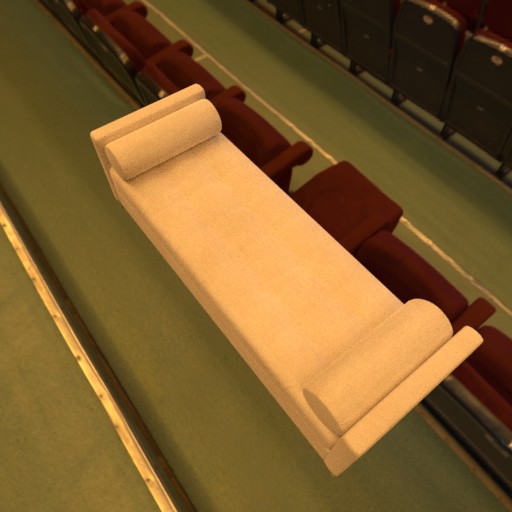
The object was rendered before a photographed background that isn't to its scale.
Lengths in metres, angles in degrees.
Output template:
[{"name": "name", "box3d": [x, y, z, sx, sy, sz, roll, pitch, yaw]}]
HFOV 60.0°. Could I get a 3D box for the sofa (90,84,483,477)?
[{"name": "sofa", "box3d": [0.000, 0.000, 2.248, 0.686, 0.635, 1.981, -33, 63, -20]}]
